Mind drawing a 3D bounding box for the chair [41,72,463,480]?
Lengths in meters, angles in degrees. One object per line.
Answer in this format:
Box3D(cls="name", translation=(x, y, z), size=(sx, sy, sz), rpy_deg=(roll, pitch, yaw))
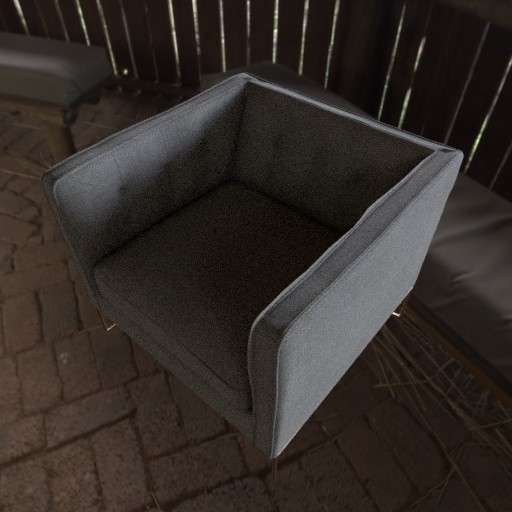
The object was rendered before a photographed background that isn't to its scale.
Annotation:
Box3D(cls="chair", translation=(0.000, 0.000, 1.568), size=(0.920, 0.799, 0.912), rpy_deg=(31, 53, 27))
